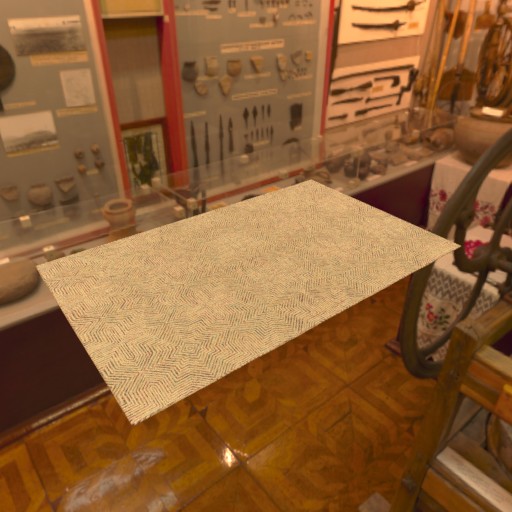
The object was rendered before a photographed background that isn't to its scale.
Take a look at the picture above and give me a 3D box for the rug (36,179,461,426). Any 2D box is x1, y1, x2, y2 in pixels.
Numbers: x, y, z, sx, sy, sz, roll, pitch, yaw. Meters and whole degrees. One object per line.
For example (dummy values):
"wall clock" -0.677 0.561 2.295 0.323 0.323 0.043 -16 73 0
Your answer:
"rug" 0.000 0.000 2.969 2.428 0.007 1.519 -22 38 -31
